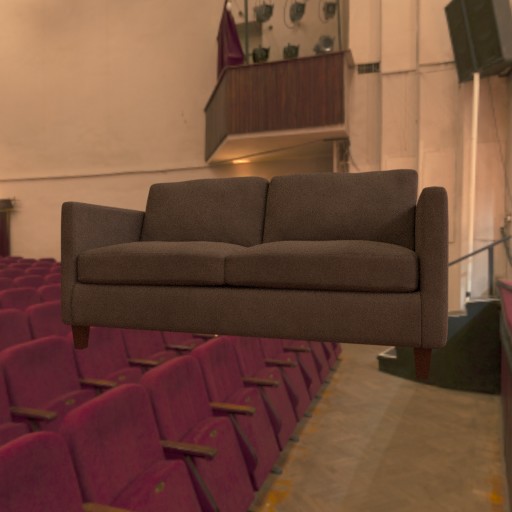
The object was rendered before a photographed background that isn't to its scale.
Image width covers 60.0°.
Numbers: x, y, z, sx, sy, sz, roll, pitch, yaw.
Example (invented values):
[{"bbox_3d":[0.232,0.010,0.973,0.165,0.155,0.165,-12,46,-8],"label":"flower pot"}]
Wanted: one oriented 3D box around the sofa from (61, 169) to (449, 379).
[{"bbox_3d":[0.000,0.000,2.435,1.884,0.963,0.950,0,1,18],"label":"sofa"}]
